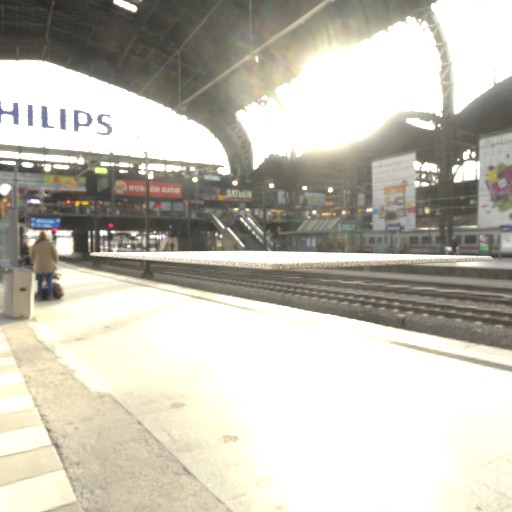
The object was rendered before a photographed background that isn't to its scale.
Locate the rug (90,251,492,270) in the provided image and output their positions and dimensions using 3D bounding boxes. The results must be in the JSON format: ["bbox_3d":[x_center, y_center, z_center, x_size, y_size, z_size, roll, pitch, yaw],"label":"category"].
[{"bbox_3d":[0.000,0.000,3.431,1.778,0.030,2.743,-1,2,-35],"label":"rug"}]
